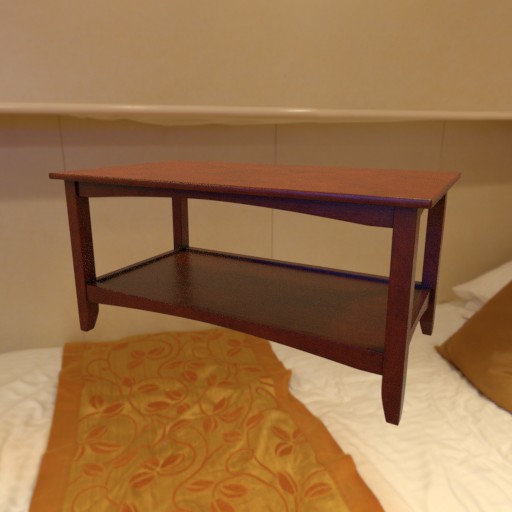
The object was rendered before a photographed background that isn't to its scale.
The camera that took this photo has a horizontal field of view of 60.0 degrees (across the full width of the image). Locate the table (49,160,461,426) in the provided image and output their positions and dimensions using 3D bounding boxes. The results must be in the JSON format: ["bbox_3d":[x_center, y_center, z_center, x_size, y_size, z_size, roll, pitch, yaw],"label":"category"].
[{"bbox_3d":[0.000,0.000,1.224,0.943,0.456,0.533,9,18,27],"label":"table"}]
